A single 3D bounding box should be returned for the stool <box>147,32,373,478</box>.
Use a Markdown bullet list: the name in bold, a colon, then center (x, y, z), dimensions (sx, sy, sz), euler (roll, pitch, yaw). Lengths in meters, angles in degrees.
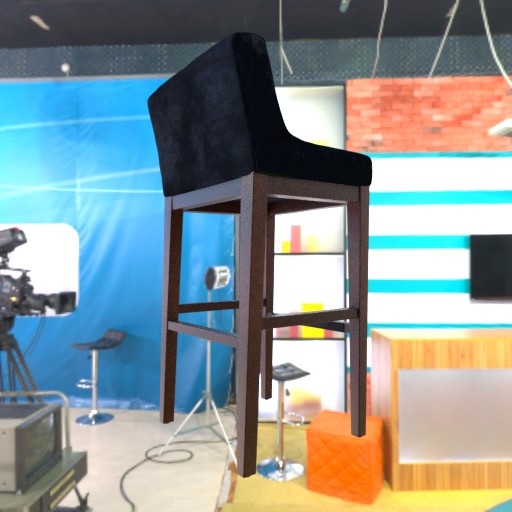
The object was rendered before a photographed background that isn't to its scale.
- **stool**: center (0.000, 0.000, 1.326), dimensions (0.500, 1.037, 0.511), euler (1, -1, -37)
